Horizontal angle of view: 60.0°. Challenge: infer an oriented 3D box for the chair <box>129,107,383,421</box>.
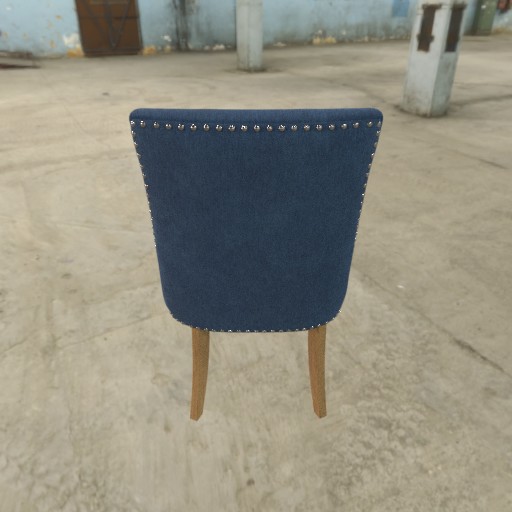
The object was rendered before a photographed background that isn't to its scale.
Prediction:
[{"bbox_3d":[0.000,0.000,1.251,0.495,0.902,0.610,0,29,0],"label":"chair"}]
